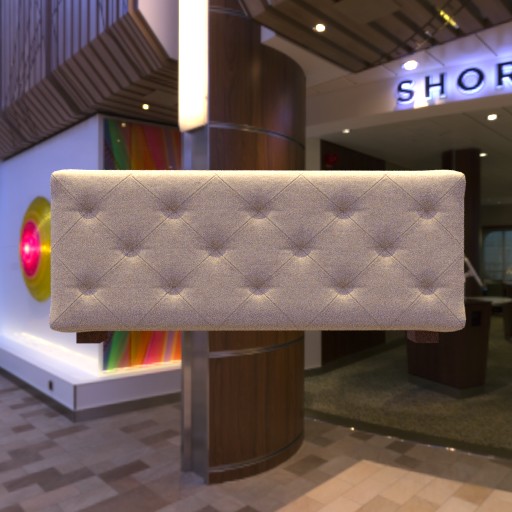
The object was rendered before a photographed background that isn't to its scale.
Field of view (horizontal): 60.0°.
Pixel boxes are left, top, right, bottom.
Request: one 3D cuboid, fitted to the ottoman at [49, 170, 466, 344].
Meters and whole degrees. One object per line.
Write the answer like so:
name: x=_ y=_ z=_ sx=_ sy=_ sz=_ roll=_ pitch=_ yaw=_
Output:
ottoman: x=0.000 y=0.000 z=1.581 sx=1.028 sy=0.439 sz=1.028 roll=0 pitch=0 yaw=-1
